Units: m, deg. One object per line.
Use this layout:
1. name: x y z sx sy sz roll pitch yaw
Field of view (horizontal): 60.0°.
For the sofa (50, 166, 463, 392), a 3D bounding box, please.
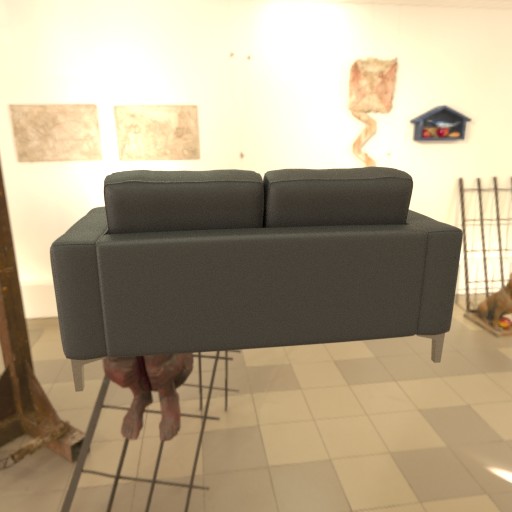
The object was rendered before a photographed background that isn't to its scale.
1. sofa: 0.000 0.000 2.212 1.726 0.893 0.833 -2 16 -8
